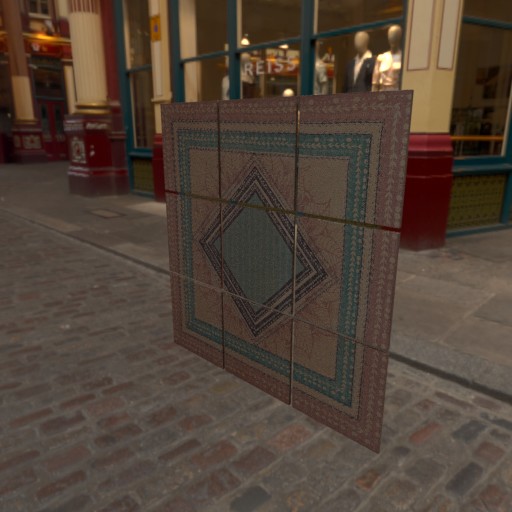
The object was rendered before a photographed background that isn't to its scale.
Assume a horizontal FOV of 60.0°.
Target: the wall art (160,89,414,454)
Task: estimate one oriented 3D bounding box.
[{"bbox_3d":[0.000,0.000,2.273,1.527,1.525,0.014,15,22,42],"label":"wall art"}]
